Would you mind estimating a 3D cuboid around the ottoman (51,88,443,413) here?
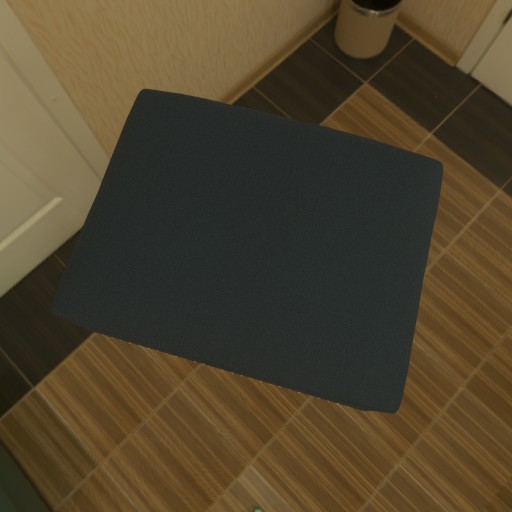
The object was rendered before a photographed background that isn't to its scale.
[{"bbox_3d":[0.000,0.000,1.126,0.741,0.513,0.584,15,75,4],"label":"ottoman"}]
